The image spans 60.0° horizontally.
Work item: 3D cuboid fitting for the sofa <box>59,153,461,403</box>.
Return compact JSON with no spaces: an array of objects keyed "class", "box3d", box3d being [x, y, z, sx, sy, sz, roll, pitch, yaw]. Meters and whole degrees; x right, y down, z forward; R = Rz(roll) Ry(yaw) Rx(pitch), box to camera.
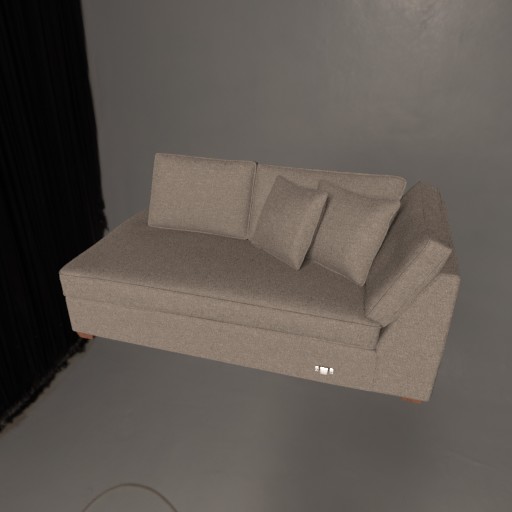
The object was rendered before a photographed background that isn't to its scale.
[{"class":"sofa","box3d":[0.000,0.000,2.836,2.237,1.033,1.110,8,28,15]}]
